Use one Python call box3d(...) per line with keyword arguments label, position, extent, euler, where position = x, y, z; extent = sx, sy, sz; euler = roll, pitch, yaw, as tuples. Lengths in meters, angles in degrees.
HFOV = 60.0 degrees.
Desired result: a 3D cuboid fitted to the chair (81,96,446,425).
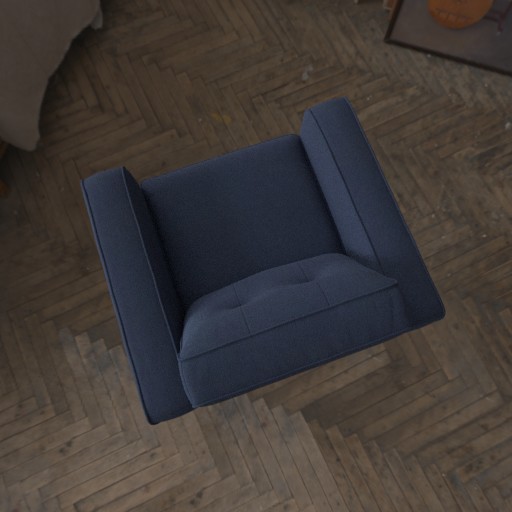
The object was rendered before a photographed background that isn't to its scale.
box3d(label="chair", position=(0.000, 0.000, 1.773), extent=(1.118, 0.783, 0.953), euler=(-19, 76, -5))
